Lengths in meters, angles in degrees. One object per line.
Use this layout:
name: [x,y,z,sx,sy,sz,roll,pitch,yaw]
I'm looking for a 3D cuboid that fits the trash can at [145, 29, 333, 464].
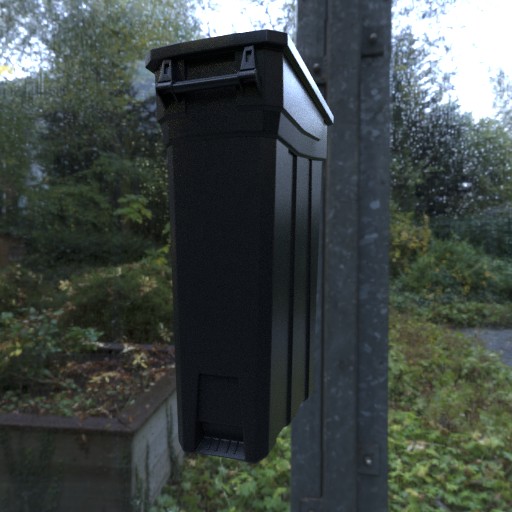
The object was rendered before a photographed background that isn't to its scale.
trash can: [0.000,0.000,1.029,0.281,0.762,0.559,0,0,19]
